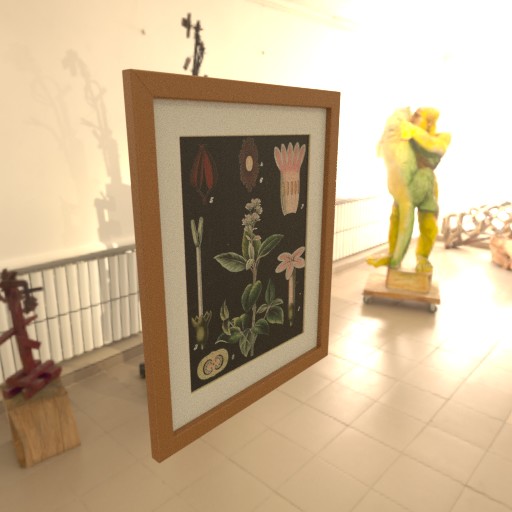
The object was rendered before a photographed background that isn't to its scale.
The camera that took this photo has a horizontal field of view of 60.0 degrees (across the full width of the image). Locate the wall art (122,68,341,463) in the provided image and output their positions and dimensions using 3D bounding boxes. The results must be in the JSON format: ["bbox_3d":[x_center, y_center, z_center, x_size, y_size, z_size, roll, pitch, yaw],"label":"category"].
[{"bbox_3d":[0.000,0.000,0.519,0.015,0.379,0.310,14,21,41],"label":"wall art"}]
